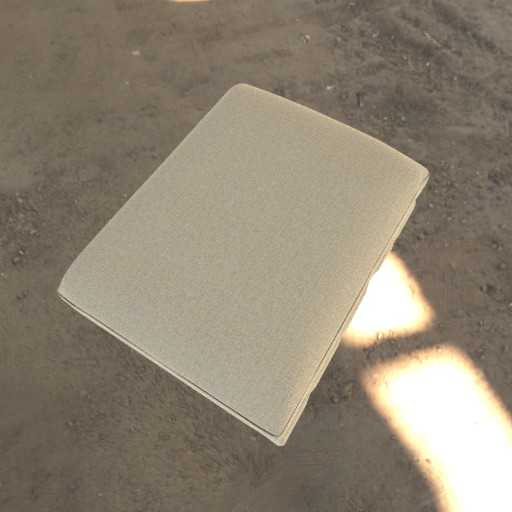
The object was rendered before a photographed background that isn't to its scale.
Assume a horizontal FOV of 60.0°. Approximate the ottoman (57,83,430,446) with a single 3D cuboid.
[{"bbox_3d":[0.000,0.000,1.059,0.541,0.463,0.684,30,66,14],"label":"ottoman"}]
